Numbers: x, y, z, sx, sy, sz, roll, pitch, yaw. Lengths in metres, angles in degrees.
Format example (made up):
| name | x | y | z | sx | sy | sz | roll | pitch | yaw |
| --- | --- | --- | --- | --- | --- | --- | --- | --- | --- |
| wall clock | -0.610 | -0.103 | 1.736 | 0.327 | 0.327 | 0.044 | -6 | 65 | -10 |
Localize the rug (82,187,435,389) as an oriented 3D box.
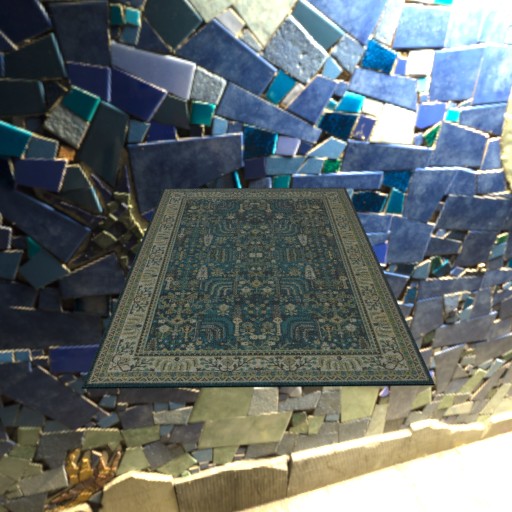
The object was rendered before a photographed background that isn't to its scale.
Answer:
| name | x | y | z | sx | sy | sz | roll | pitch | yaw |
| --- | --- | --- | --- | --- | --- | --- | --- | --- | --- |
| rug | 0.000 | 0.000 | 2.935 | 1.594 | 0.013 | 2.213 | 0 | 32 | -1 |
